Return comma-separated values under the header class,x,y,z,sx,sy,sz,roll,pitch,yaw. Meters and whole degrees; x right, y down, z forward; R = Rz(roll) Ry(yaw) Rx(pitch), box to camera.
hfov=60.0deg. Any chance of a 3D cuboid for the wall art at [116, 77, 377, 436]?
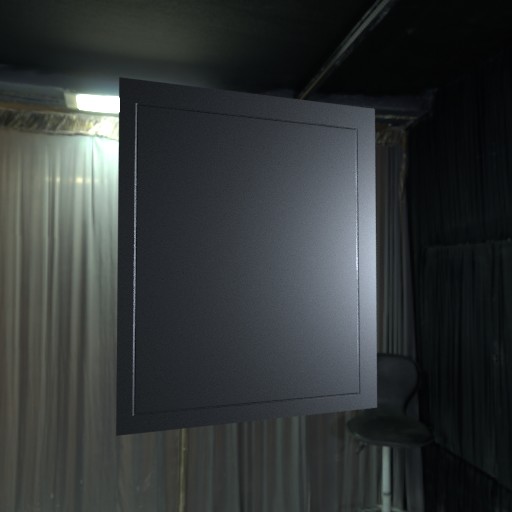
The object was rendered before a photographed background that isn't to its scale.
class,x,y,z,sx,sy,sz,roll,pitch,yaw
wall art,0.000,0.000,0.774,0.461,0.558,0.031,1,-2,-18
